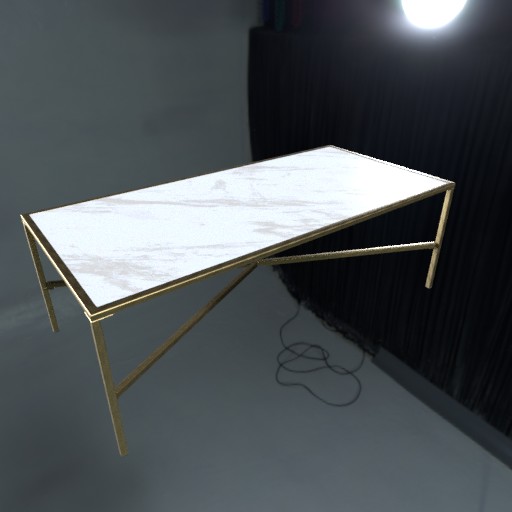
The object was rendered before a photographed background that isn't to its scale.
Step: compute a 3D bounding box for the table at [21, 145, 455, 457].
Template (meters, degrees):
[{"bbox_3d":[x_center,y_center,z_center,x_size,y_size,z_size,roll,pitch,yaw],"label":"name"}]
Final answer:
[{"bbox_3d":[0.000,0.000,1.434,1.197,0.405,0.577,-20,35,-31],"label":"table"}]
